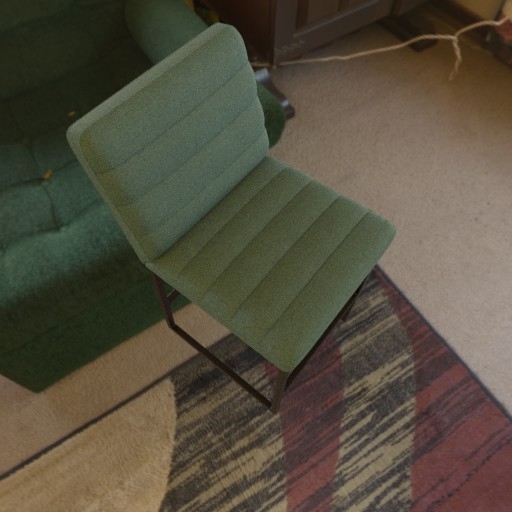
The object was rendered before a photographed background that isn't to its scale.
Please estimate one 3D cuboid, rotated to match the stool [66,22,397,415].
[{"bbox_3d":[0.000,0.000,1.211,0.560,0.940,0.460,35,66,18],"label":"stool"}]
